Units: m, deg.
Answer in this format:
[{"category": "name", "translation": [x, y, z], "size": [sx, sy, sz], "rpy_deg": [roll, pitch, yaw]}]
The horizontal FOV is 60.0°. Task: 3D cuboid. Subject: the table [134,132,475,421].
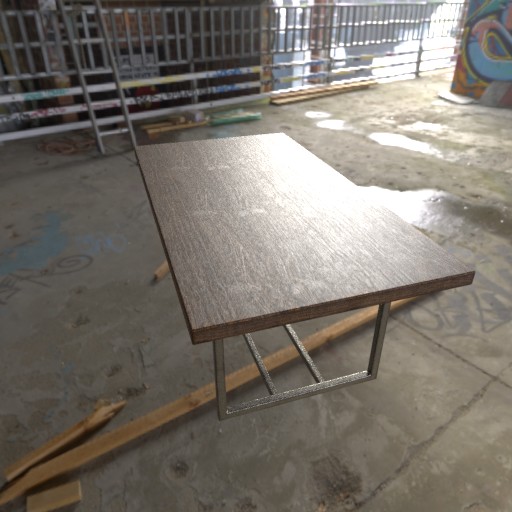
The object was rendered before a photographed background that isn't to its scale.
[{"category": "table", "translation": [0.000, 0.000, 2.524], "size": [1.078, 0.795, 1.989], "rpy_deg": [-10, 32, -16]}]
